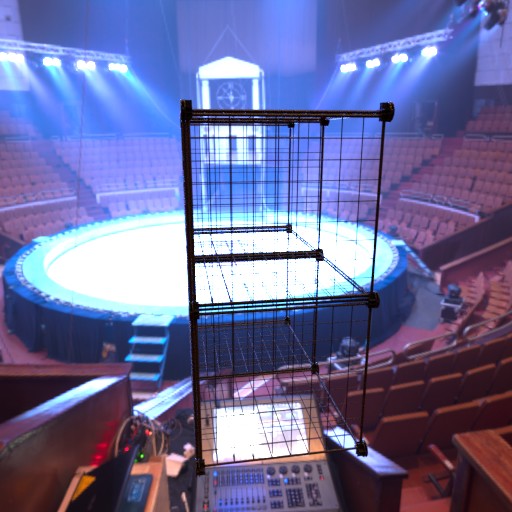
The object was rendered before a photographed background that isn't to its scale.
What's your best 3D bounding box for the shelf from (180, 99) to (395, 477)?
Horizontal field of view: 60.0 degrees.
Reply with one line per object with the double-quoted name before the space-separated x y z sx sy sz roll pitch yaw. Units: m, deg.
"shelf" 0.000 0.000 1.145 0.356 0.711 0.711 -2 15 -9
